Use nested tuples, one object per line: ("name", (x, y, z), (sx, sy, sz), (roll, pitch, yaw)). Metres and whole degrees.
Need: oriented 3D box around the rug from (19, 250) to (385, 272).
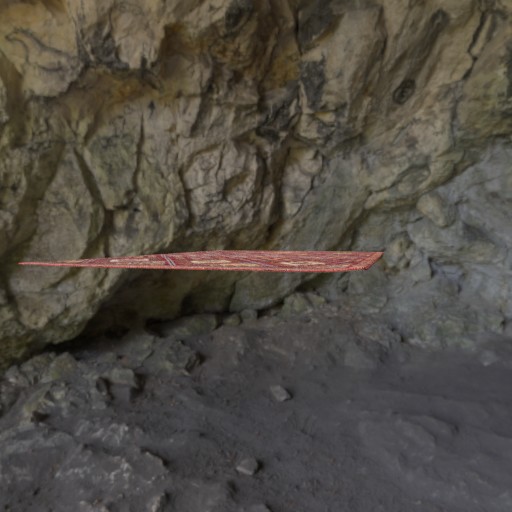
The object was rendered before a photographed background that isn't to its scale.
("rug", (0.000, 0.000, 2.840), (1.521, 0.026, 2.286), (1, 2, 18))
